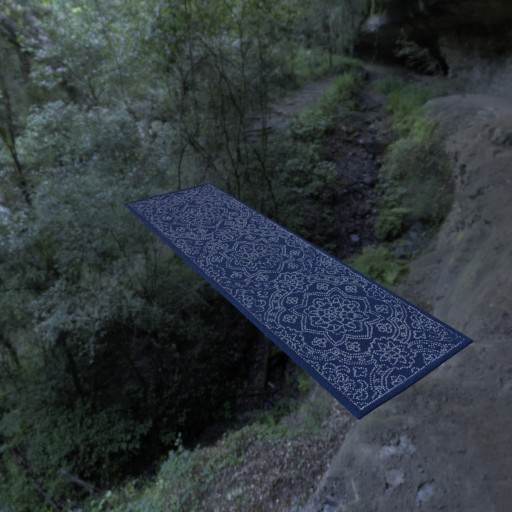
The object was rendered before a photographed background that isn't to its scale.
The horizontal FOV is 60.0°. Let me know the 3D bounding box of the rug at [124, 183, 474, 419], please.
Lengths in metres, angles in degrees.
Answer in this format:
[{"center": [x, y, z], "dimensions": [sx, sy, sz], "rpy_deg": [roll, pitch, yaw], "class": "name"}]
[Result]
[{"center": [0.000, 0.000, 2.726], "dimensions": [0.769, 0.012, 2.448], "rpy_deg": [-20, 36, -30], "class": "rug"}]
